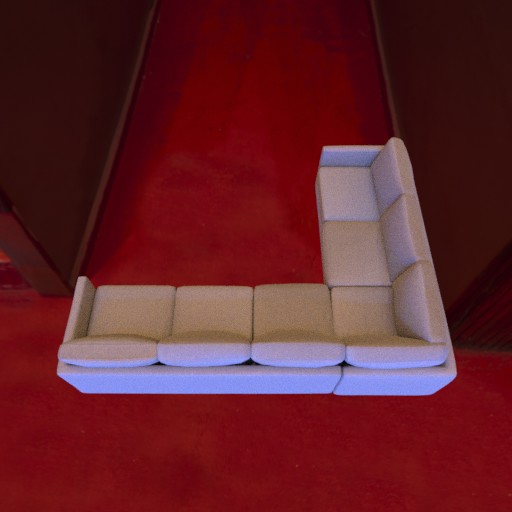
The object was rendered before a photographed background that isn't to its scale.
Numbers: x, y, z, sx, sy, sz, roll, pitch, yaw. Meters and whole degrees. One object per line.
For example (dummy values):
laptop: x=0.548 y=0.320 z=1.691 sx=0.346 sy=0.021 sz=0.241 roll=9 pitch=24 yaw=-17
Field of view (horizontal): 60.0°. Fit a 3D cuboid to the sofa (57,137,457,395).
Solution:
sofa: x=0.000 y=0.000 z=4.429 sx=3.301 sy=0.947 sz=2.592 roll=0 pitch=59 yaw=0
